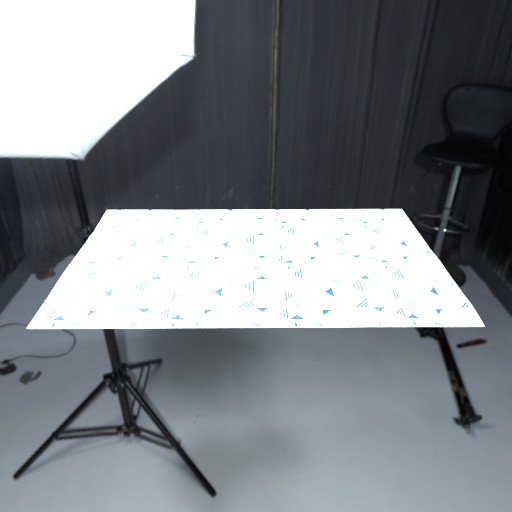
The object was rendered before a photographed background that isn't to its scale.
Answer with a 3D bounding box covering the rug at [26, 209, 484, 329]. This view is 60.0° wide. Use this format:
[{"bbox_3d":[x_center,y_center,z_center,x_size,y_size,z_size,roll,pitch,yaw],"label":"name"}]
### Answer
[{"bbox_3d":[0.000,0.000,3.013,2.457,0.009,1.512,0,30,0],"label":"rug"}]
